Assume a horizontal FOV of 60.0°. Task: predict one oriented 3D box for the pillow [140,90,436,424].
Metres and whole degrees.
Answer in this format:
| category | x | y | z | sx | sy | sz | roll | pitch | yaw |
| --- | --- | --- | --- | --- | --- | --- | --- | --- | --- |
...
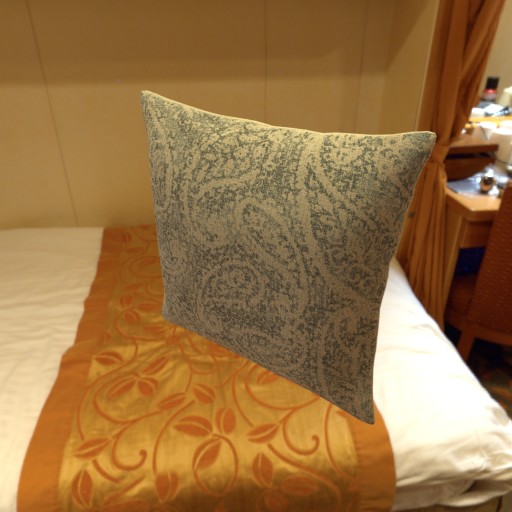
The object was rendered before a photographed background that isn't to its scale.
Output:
| category | x | y | z | sx | sy | sz | roll | pitch | yaw |
| --- | --- | --- | --- | --- | --- | --- | --- | --- | --- |
| pillow | 0.000 | 0.000 | 0.786 | 0.523 | 0.510 | 0.166 | 19 | 35 | 30 |
